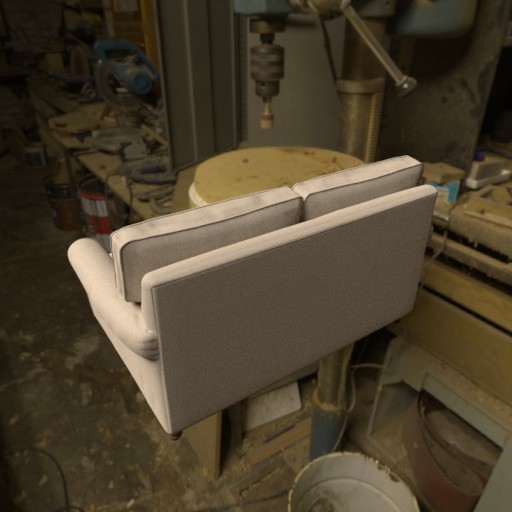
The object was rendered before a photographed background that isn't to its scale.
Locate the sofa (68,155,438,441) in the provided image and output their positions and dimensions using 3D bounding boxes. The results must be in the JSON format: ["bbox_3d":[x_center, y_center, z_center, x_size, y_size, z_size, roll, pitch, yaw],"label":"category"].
[{"bbox_3d":[0.000,0.000,2.252,1.665,0.937,0.964,-19,35,-29],"label":"sofa"}]
